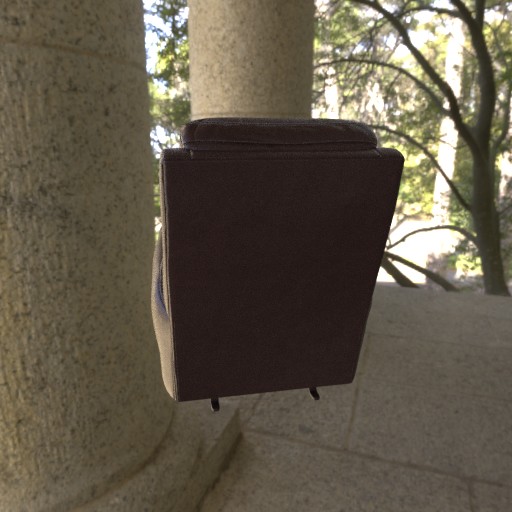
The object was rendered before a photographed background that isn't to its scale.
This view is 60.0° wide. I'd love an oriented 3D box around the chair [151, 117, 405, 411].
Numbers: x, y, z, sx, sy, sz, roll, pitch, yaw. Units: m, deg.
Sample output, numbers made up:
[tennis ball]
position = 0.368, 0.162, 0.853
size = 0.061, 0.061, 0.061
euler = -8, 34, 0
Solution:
[chair]
position = 0.000, 0.000, 1.801
size = 0.829, 1.030, 1.080
euler = -3, 14, -11
